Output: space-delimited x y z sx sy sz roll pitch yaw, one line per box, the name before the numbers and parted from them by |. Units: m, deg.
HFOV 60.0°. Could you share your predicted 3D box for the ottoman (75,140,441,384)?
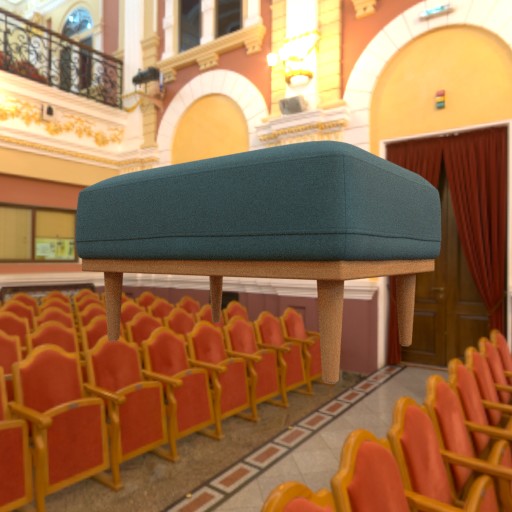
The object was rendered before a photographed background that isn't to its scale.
ottoman | 0.000 0.000 1.090 0.749 0.428 0.549 0 0 37
